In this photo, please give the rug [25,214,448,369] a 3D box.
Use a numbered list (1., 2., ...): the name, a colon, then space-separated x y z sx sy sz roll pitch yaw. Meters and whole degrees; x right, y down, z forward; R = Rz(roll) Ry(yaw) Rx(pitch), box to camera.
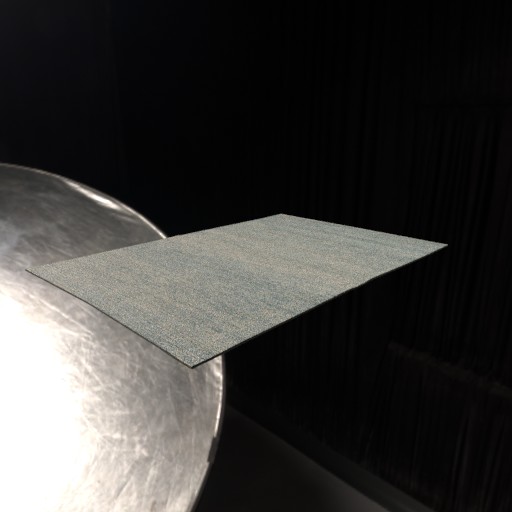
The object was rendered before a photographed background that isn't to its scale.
1. rug: 0.000 0.000 5.107 2.802 0.052 4.078 16 23 42
